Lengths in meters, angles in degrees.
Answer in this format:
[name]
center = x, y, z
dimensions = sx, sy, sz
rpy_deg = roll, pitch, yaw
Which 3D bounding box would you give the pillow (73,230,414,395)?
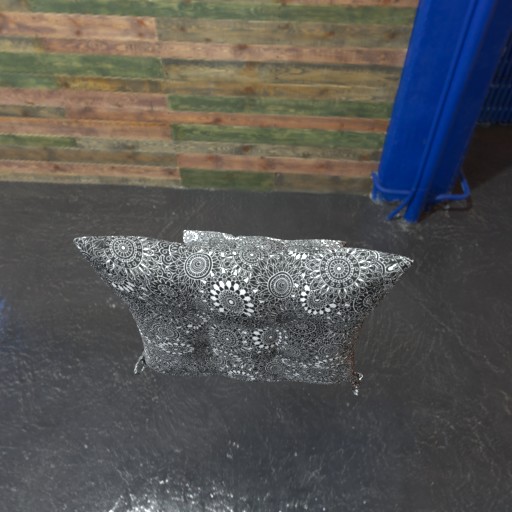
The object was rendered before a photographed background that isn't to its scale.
[pillow]
center = 0.000, 0.000, 1.007
dimensions = 0.541, 0.536, 0.585
rpy_deg = 4, 46, 4
